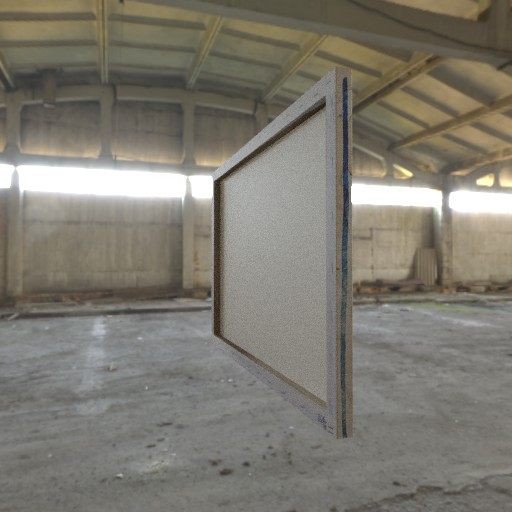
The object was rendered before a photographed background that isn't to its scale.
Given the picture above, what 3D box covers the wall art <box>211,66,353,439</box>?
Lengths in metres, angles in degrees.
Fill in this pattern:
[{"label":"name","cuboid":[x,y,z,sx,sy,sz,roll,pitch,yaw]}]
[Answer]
[{"label":"wall art","cuboid":[0.000,0.000,1.446,0.038,0.757,1.143,0,-1,-18]}]
